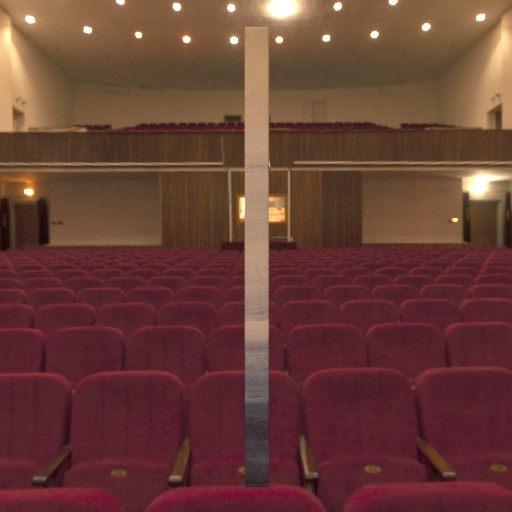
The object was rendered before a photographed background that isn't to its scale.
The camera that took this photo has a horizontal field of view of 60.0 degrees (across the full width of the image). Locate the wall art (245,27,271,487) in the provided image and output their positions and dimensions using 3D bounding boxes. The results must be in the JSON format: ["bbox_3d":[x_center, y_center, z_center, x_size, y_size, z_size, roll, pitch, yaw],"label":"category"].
[{"bbox_3d":[0.000,0.000,0.983,0.041,0.710,0.608,0,1,-1],"label":"wall art"}]
